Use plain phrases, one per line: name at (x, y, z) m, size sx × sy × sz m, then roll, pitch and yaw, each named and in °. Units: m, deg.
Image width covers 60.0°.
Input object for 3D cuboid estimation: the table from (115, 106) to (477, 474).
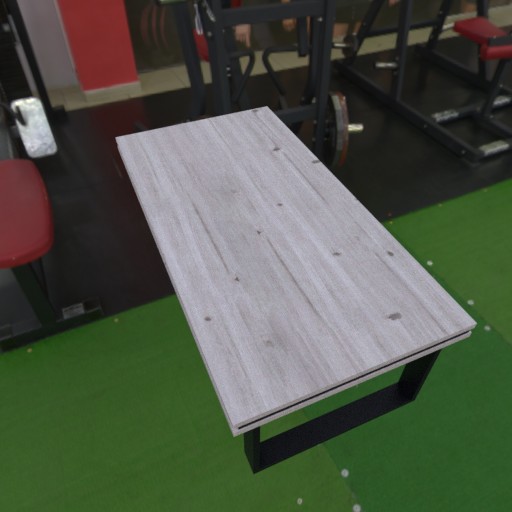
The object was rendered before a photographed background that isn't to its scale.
table at (0.000, 0.000, 1.681) m, size 0.700 × 0.450 × 1.350 m, roll -17°, pitch 47°, yaw -16°
